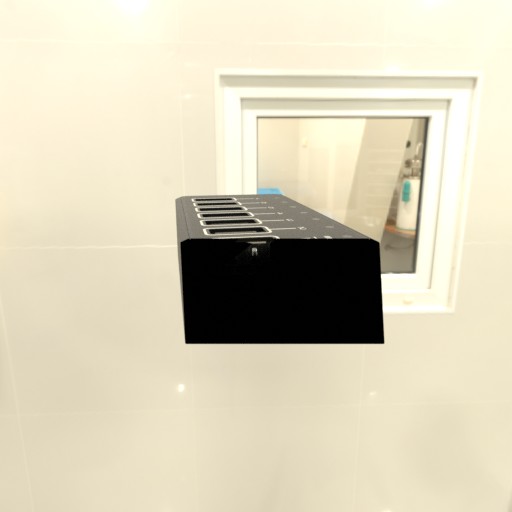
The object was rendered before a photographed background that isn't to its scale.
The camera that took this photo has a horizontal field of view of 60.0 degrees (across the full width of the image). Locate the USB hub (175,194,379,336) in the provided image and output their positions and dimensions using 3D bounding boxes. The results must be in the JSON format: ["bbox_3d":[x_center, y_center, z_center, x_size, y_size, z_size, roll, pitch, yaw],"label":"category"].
[{"bbox_3d":[0.000,0.000,0.130,0.044,0.023,0.110,-3,15,-10],"label":"USB hub"}]
